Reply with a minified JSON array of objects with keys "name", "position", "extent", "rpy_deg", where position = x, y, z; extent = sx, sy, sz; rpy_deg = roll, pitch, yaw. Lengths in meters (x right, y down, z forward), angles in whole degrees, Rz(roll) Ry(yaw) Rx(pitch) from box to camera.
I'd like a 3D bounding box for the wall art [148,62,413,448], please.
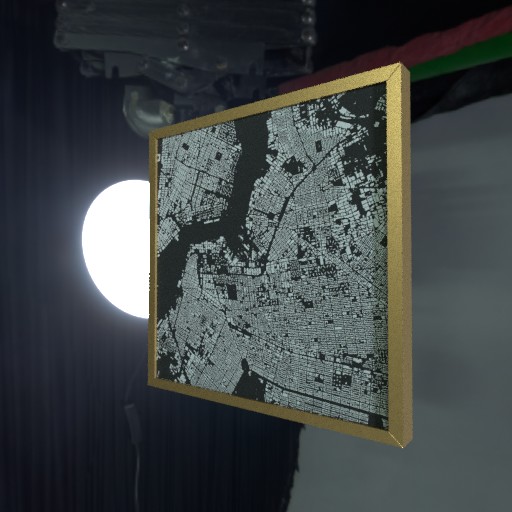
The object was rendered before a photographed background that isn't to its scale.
[{"name":"wall art","position":[0.000,0.000,1.897],"extent":[1.284,1.284,0.095],"rpy_deg":[-1,-1,37]}]
